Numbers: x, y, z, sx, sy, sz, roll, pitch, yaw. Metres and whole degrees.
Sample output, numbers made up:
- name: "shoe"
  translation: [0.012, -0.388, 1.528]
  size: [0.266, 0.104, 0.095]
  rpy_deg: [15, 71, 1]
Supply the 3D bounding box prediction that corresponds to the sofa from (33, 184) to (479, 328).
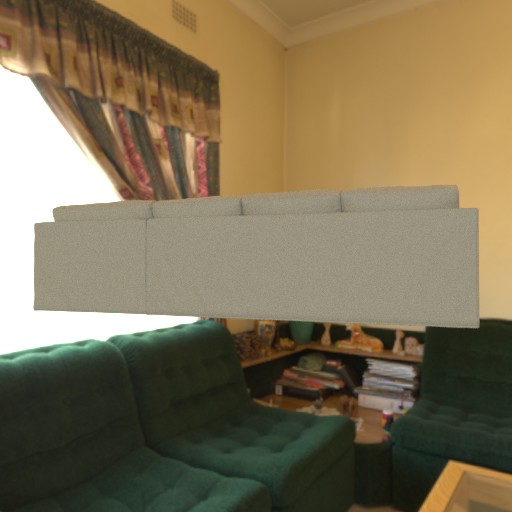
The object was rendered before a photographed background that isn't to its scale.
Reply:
- name: "sofa"
  translation: [0.000, 0.000, 3.754]
  size: [3.177, 0.867, 1.622]
  rpy_deg: [0, -1, 18]
